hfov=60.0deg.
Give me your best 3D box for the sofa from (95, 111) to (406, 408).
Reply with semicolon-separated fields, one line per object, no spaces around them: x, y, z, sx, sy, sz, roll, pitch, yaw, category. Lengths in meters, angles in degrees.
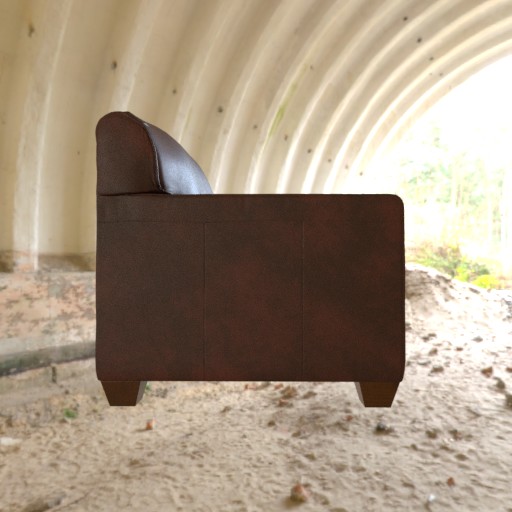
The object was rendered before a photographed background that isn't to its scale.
0.000;0.000;2.031;1.000;0.956;1.413;0;-1;1;sofa
